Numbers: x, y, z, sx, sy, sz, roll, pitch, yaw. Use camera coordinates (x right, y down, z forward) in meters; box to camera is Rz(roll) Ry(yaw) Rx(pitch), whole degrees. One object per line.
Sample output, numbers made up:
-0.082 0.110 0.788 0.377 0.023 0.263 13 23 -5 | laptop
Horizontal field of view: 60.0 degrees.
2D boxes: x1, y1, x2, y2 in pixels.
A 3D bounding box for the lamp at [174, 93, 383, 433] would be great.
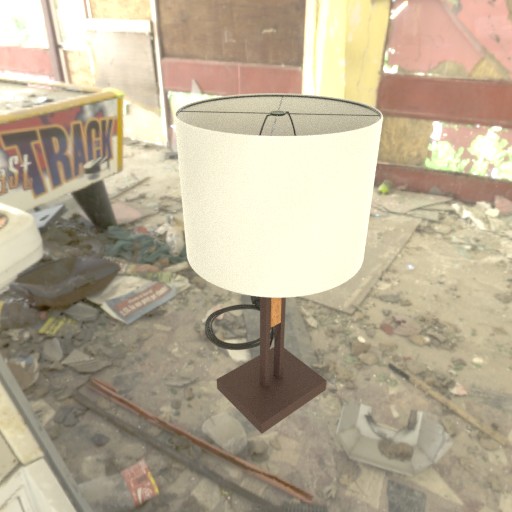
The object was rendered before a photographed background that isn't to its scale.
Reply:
0.000 0.000 1.002 0.396 0.668 0.525 -22 36 -33 | lamp
